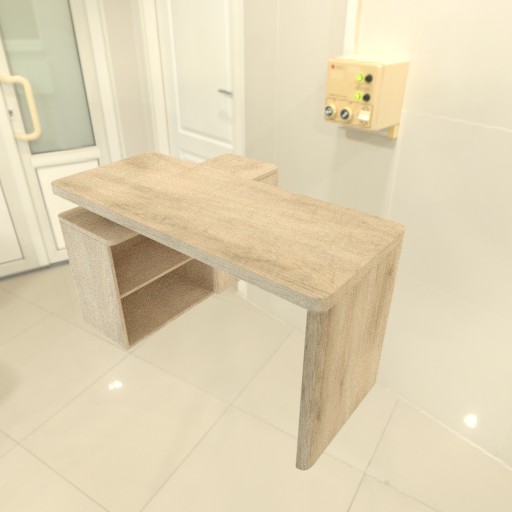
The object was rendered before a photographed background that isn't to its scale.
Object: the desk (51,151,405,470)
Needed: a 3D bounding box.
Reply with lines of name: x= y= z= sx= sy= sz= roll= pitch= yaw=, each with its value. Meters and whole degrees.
desk: x=0.000 y=0.000 z=2.146 sx=1.400 sy=0.770 sz=1.175 roll=22 pitch=37 yaw=33
